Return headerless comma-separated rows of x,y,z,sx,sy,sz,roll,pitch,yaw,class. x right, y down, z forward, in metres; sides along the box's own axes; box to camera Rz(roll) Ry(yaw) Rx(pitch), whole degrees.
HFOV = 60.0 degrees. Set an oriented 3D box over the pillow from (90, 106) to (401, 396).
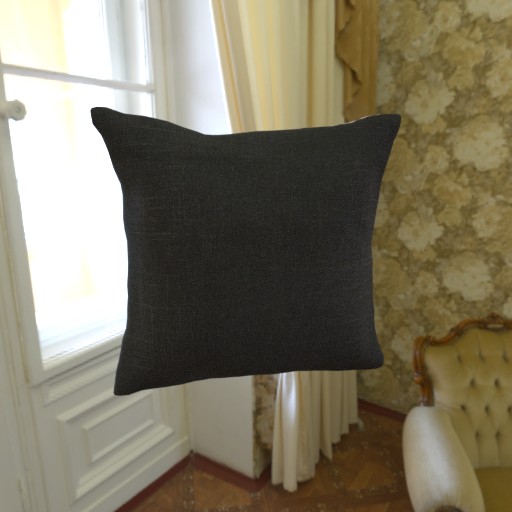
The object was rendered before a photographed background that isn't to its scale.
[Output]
0.000,0.000,0.704,0.468,0.444,0.138,-3,14,-11,pillow
